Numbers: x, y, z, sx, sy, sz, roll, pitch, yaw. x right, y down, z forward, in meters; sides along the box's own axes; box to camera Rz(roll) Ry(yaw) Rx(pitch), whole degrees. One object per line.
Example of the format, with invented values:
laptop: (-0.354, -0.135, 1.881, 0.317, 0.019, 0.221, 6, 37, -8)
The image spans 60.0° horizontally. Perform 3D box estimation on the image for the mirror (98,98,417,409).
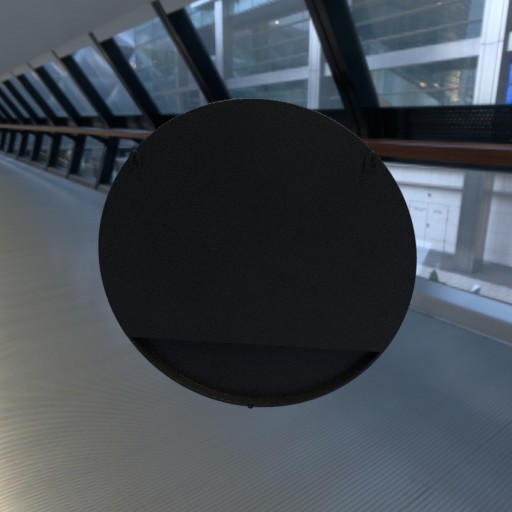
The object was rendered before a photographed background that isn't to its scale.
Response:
mirror: (0.000, 0.000, 0.692, 0.457, 0.457, 0.133, 2, 16, 7)
